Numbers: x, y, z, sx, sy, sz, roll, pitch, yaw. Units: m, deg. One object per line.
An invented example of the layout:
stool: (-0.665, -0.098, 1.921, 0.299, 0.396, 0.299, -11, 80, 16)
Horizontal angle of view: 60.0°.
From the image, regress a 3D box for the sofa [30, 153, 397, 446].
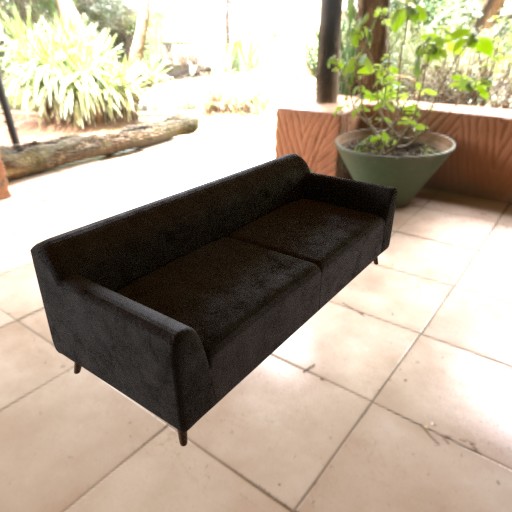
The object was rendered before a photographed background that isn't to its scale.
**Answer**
sofa: (0.000, 0.000, 2.658, 0.900, 0.740, 2.190, 18, 31, 32)
